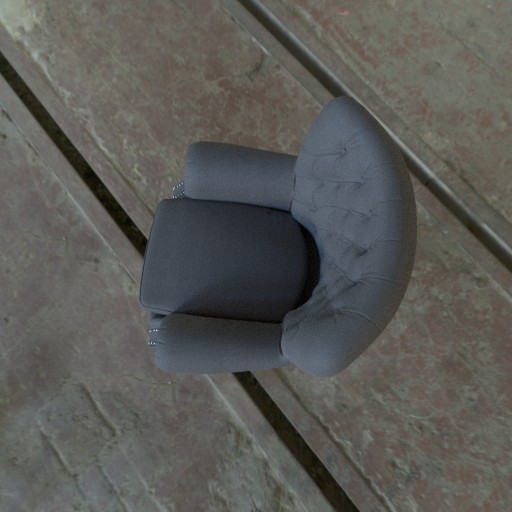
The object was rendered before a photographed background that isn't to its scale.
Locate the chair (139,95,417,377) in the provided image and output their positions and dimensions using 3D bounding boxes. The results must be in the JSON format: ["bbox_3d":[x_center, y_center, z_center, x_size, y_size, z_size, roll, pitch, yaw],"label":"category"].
[{"bbox_3d":[0.000,0.000,1.818,0.983,1.046,0.983,5,74,2],"label":"chair"}]
